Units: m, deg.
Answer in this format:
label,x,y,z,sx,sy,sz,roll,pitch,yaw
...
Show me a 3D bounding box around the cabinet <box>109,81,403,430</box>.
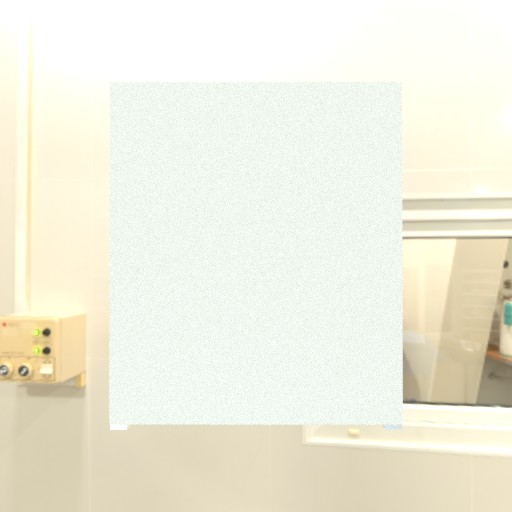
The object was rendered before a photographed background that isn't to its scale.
label,x,y,z,sx,sy,sz,roll,pitch,yaw
cabinet,0.000,0.000,1.713,1.000,1.190,0.400,0,0,0
